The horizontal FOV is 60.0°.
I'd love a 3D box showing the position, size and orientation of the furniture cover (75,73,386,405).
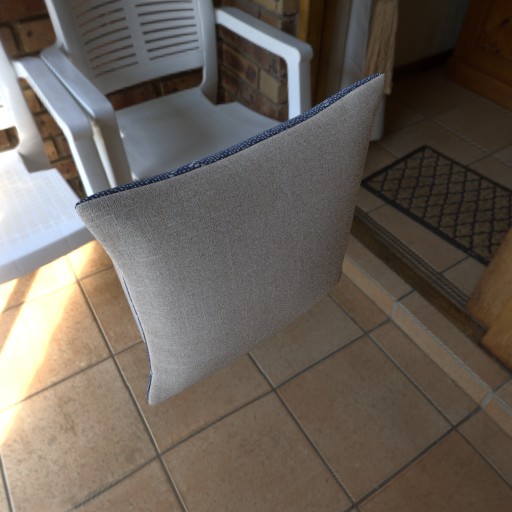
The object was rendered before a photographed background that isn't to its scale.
[{"bbox_3d":[0.000,0.000,0.765,0.511,0.503,0.162,-30,54,-25],"label":"furniture cover"}]
